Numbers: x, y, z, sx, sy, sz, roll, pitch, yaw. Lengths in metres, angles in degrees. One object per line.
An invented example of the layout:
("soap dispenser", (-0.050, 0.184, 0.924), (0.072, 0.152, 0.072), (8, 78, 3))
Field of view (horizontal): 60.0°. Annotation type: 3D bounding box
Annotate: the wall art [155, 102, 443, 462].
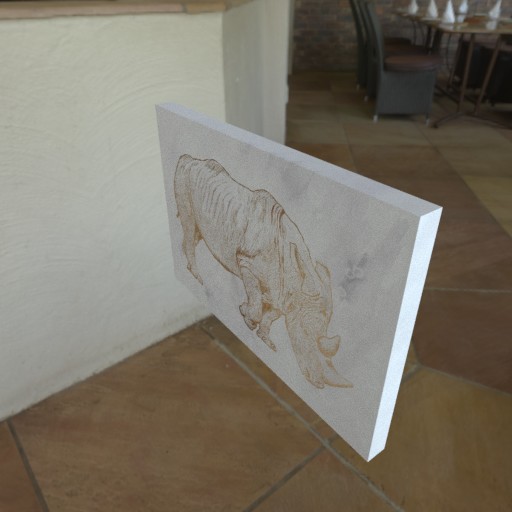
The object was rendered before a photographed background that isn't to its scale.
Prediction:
("wall art", (0.000, 0.000, 0.772), (0.038, 0.407, 0.609), (-21, 37, -31))
